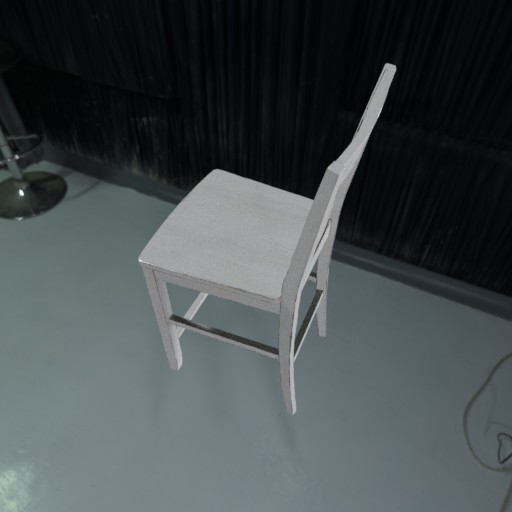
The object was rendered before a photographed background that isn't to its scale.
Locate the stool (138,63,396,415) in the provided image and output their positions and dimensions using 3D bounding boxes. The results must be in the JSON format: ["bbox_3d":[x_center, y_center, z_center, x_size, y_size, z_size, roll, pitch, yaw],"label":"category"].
[{"bbox_3d":[0.000,0.000,1.351,0.539,1.079,0.462,18,49,16],"label":"stool"}]
